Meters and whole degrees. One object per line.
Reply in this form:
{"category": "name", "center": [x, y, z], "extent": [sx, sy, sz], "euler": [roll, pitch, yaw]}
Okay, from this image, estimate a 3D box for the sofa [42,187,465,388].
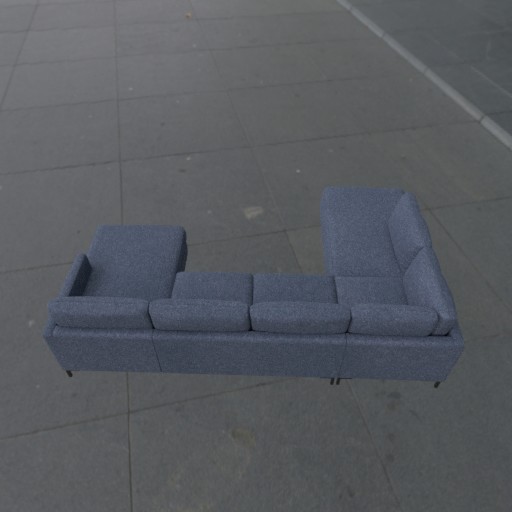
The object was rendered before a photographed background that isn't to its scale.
{"category": "sofa", "center": [0.000, 0.000, 3.842], "extent": [2.956, 0.813, 2.007], "euler": [1, 46, 1]}
